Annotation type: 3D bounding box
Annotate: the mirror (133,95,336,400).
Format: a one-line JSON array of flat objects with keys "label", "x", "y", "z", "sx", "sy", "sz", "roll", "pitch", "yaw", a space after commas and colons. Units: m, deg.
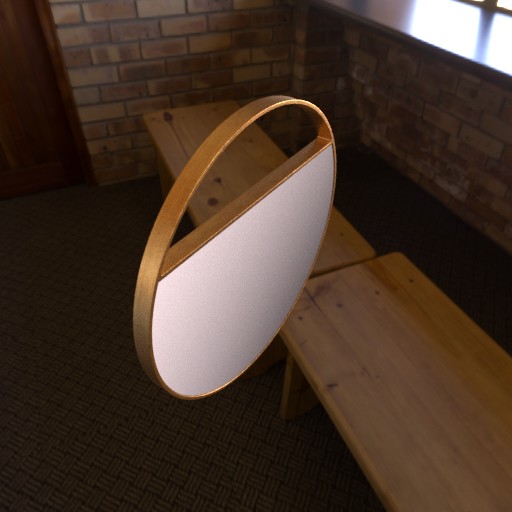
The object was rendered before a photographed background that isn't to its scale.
[{"label": "mirror", "x": 0.000, "y": 0.000, "z": 0.822, "sx": 0.032, "sy": 0.565, "sz": 0.565, "roll": 25, "pitch": 46, "yaw": 26}]
